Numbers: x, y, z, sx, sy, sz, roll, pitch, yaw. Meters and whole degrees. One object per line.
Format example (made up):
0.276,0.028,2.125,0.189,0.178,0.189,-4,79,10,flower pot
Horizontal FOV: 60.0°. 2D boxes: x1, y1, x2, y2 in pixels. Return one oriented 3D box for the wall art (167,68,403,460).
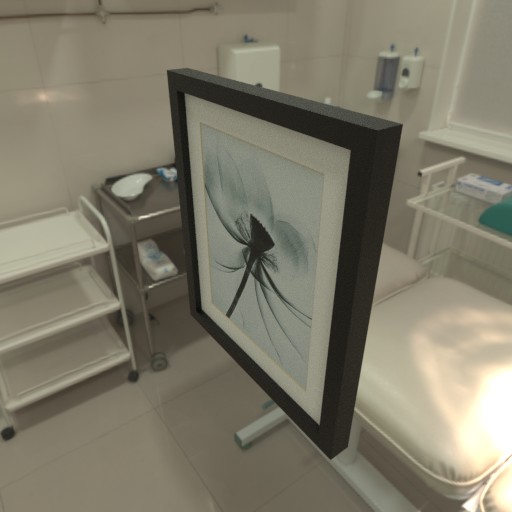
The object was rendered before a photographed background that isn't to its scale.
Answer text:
0.000,0.000,0.535,0.029,0.381,0.330,-21,37,-30,wall art
